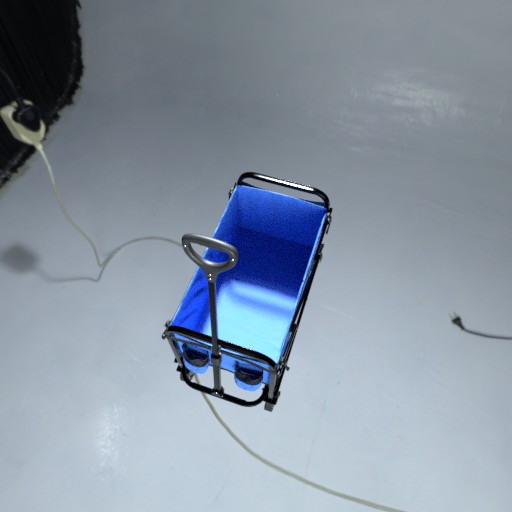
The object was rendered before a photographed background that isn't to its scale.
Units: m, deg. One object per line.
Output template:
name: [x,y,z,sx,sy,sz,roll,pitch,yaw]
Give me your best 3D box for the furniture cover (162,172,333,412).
furniture cover: [0.000,0.000,1.859,0.532,1.295,1.038,16,59,10]
